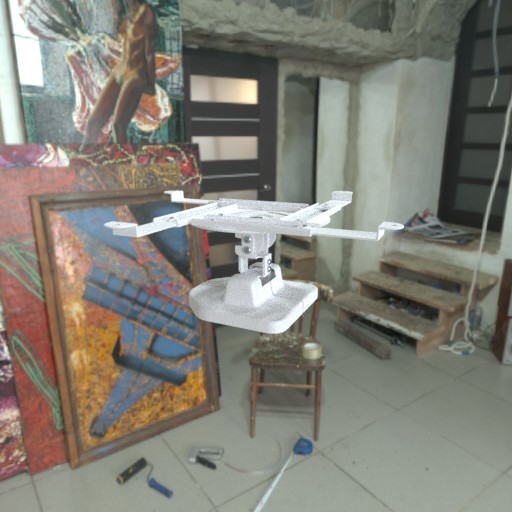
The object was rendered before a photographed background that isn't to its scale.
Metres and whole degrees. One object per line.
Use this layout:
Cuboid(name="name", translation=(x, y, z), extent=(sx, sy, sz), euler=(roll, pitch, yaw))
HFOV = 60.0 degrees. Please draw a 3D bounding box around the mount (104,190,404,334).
Cuboid(name="mount", translation=(0.000, 0.000, 0.605), extent=(0.394, 0.141, 0.394), euler=(7, 17, 24))
